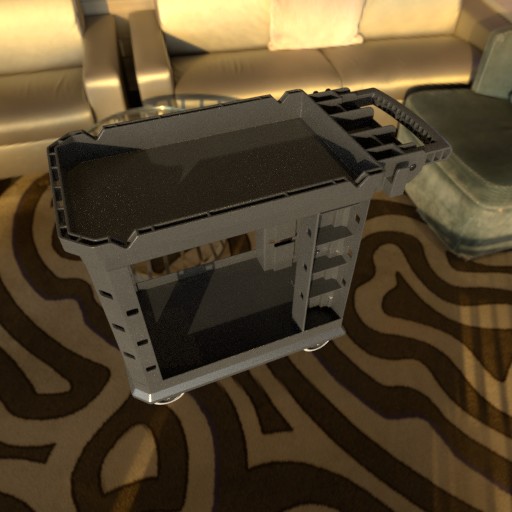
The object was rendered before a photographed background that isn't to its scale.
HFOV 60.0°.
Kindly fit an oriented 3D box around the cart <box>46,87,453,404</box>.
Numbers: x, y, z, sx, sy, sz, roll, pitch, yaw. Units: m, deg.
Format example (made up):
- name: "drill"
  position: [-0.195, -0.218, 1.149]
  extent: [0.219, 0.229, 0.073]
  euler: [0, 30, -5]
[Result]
- name: "cart"
  position: [0.000, 0.000, 1.521]
  extent: [1.061, 0.884, 0.497]
  euler: [-16, 48, -15]
